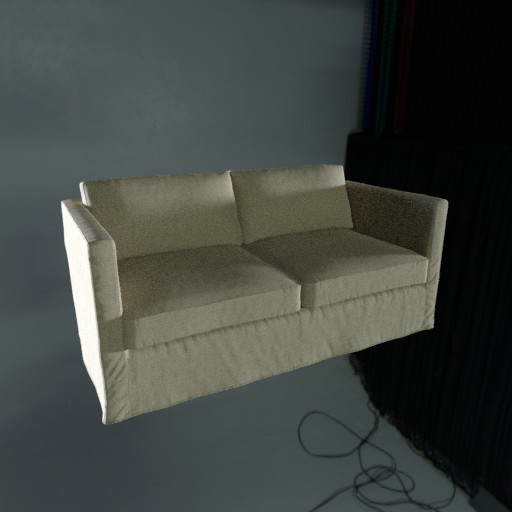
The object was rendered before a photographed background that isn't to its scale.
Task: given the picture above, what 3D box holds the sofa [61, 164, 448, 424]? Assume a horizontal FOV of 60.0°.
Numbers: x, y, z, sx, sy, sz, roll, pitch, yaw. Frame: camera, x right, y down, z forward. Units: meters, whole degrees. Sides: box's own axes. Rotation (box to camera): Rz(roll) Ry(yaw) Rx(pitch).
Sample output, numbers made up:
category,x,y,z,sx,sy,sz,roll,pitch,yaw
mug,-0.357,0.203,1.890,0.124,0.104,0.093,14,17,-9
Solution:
category,x,y,z,sx,sy,sz,roll,pitch,yaw
sofa,0.000,0.000,2.303,1.766,0.828,0.956,-9,19,-26
